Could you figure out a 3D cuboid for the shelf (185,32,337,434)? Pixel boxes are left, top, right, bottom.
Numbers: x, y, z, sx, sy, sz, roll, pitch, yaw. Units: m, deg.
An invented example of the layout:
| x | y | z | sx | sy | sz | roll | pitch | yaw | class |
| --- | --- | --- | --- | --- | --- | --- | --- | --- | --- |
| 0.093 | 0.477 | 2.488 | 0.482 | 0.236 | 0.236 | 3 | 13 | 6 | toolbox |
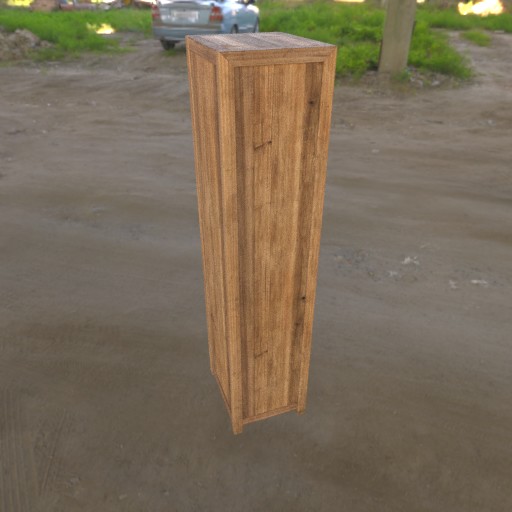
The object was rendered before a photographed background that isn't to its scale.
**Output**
| x | y | z | sx | sy | sz | roll | pitch | yaw | class |
| --- | --- | --- | --- | --- | --- | --- | --- | --- | --- |
| 0.000 | 0.000 | 2.159 | 0.428 | 1.900 | 0.500 | -11 | 34 | -17 | shelf |
